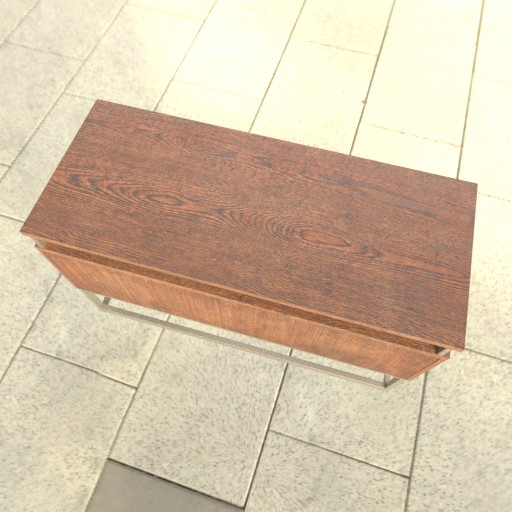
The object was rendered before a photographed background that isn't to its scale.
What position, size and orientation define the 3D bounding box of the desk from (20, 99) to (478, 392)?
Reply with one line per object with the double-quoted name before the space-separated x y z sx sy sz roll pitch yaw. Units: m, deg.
"desk" 0.000 0.000 1.803 1.384 0.792 0.610 14 65 7
